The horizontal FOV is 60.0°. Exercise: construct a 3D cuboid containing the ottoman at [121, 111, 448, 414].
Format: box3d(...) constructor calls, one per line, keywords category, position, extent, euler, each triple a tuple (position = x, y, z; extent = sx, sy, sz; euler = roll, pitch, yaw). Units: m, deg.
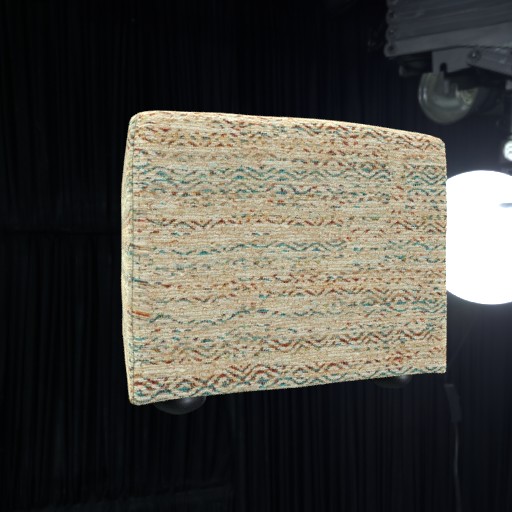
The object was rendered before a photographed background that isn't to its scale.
box3d(category="ottoman", position=(0.000, 0.000, 0.891), extent=(0.512, 0.453, 0.521), euler=(0, 1, -18))
